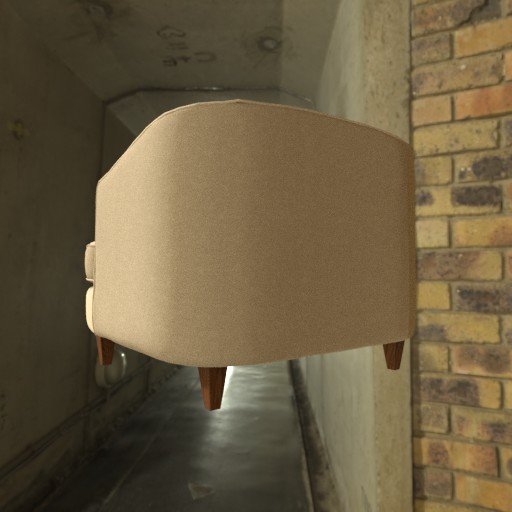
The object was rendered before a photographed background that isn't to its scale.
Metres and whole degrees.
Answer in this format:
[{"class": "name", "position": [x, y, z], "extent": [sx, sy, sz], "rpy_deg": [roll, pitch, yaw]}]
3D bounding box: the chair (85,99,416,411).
[{"class": "chair", "position": [0.000, 0.000, 1.741], "extent": [1.104, 0.852, 0.941], "rpy_deg": [1, -1, -35]}]
